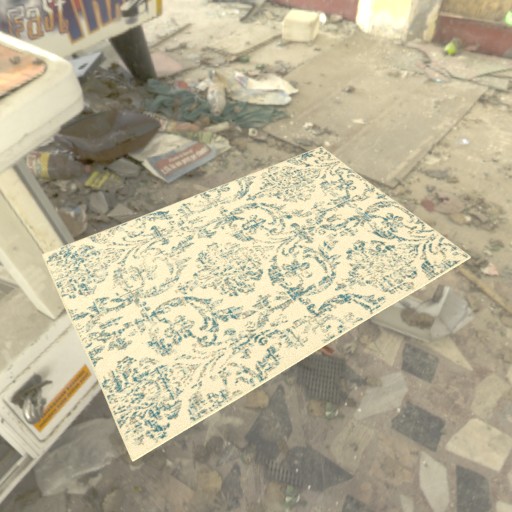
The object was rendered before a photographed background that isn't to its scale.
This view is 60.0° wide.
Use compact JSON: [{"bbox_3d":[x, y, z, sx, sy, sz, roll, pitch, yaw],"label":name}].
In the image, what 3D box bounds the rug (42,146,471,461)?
[{"bbox_3d":[0.000,0.000,2.264,1.831,0.012,1.213,-25,51,-22],"label":"rug"}]
